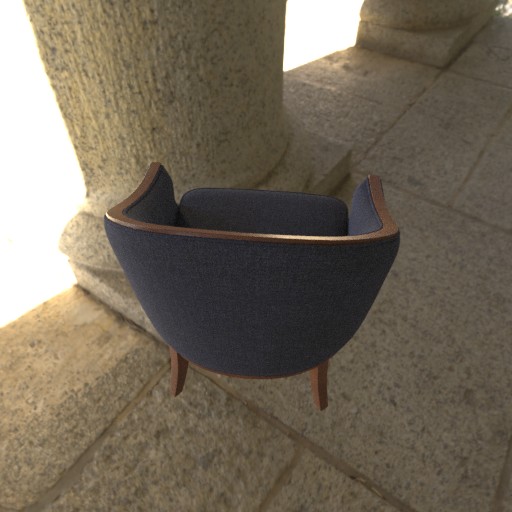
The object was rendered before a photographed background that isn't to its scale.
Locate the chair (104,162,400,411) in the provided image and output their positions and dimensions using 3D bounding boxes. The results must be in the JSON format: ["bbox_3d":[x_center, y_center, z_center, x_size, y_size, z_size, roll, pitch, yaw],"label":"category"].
[{"bbox_3d":[0.000,0.000,1.446,0.803,0.876,0.735,4,47,4],"label":"chair"}]
